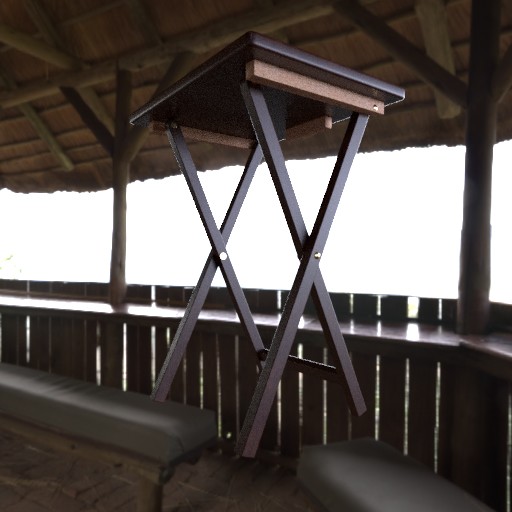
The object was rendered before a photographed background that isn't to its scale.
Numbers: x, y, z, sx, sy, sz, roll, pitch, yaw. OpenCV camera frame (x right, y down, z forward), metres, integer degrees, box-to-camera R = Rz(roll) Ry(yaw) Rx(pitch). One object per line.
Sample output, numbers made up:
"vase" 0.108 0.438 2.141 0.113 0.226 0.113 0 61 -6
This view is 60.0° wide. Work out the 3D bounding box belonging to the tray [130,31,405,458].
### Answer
"tray" 0.000 0.000 0.951 0.381 0.660 0.483 0 0 -37
